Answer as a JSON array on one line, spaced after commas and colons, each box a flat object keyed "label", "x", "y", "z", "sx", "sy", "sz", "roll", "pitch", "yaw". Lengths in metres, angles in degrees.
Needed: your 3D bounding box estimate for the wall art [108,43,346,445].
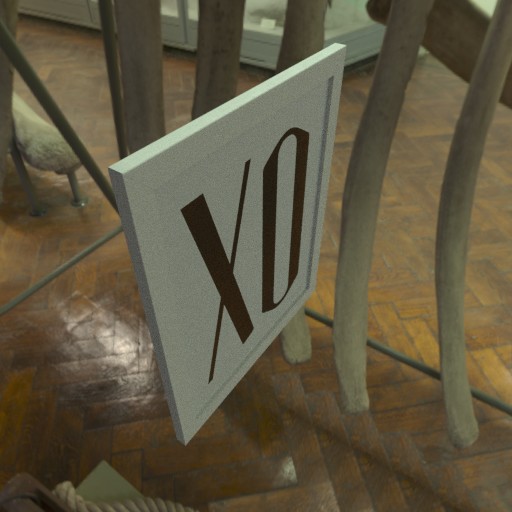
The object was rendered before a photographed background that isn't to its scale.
[{"label": "wall art", "x": 0.000, "y": 0.000, "z": 0.715, "sx": 0.020, "sy": 0.536, "sz": 0.444, "roll": 25, "pitch": 48, "yaw": 25}]
